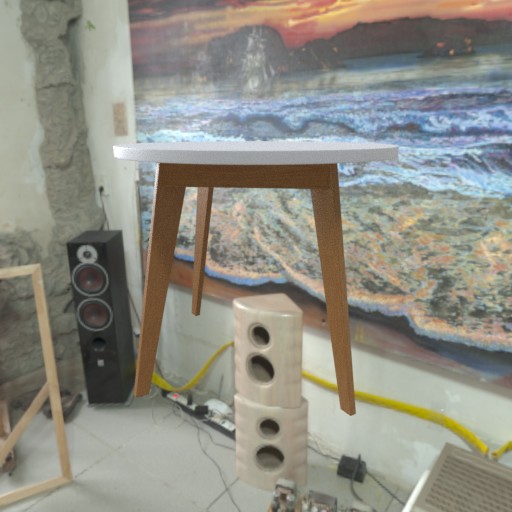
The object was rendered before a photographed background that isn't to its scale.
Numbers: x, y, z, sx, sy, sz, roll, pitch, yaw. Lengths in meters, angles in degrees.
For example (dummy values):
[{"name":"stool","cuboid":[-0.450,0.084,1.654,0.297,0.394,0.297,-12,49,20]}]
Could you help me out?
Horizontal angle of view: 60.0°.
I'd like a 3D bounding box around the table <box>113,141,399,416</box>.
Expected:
[{"name":"table","cuboid":[0.000,0.000,1.560,0.896,0.762,0.896,0,16,0]}]
